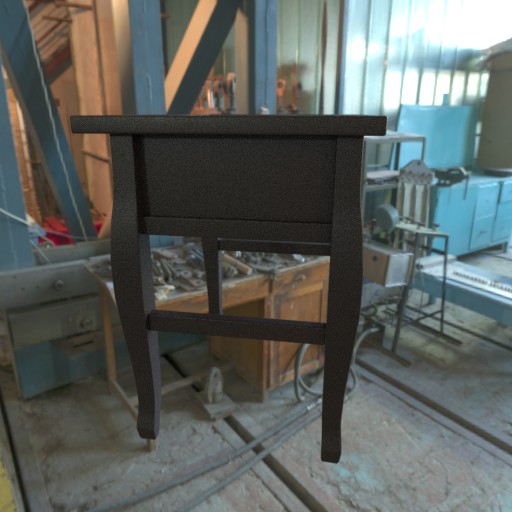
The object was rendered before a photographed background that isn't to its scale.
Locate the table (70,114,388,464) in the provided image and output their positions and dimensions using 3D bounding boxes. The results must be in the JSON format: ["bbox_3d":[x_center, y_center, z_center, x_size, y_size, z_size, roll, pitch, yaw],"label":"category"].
[{"bbox_3d":[0.000,0.000,0.996,0.460,0.605,0.602,3,18,10],"label":"table"}]
